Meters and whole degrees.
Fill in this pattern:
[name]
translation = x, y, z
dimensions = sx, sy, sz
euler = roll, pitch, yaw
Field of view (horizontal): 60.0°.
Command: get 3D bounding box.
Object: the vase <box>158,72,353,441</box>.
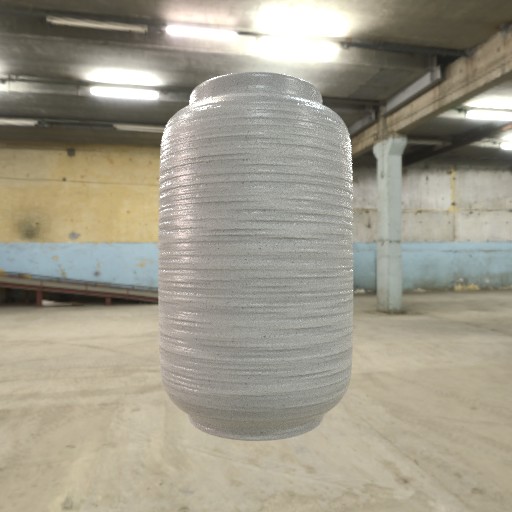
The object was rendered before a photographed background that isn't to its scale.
[vase]
translation = 0.000, 0.000, 0.470
dimensions = 0.202, 0.335, 0.202
euler = 0, 0, 0
